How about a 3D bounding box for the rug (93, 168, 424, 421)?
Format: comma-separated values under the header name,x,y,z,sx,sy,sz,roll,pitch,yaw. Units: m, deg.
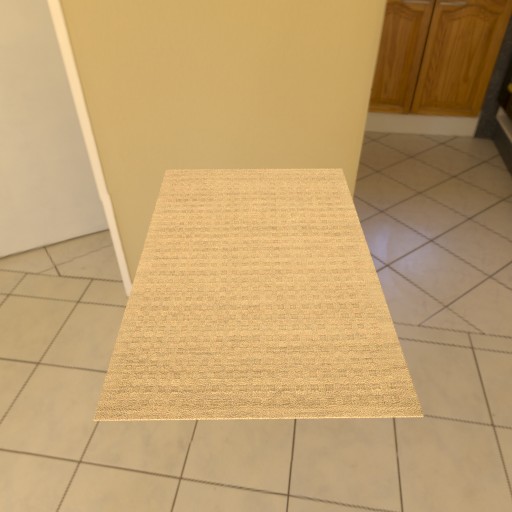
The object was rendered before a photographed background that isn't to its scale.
name,x,y,z,sx,sy,sz,roll,pitch,yaw
rug,0.000,0.000,2.204,1.142,0.006,1.752,0,40,-1
